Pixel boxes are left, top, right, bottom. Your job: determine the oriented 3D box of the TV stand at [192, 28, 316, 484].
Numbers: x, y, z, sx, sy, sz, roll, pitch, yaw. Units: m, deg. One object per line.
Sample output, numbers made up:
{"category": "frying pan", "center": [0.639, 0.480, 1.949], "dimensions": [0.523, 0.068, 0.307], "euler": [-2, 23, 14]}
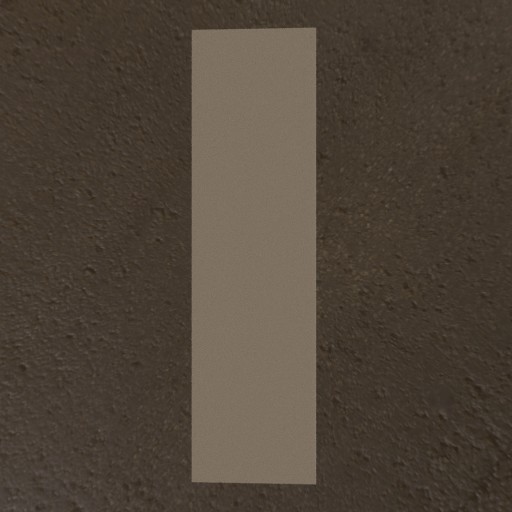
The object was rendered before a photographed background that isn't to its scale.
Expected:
{"category": "TV stand", "center": [0.000, 0.000, 1.684], "dimensions": [0.410, 0.440, 1.500], "euler": [0, 90, 2]}
